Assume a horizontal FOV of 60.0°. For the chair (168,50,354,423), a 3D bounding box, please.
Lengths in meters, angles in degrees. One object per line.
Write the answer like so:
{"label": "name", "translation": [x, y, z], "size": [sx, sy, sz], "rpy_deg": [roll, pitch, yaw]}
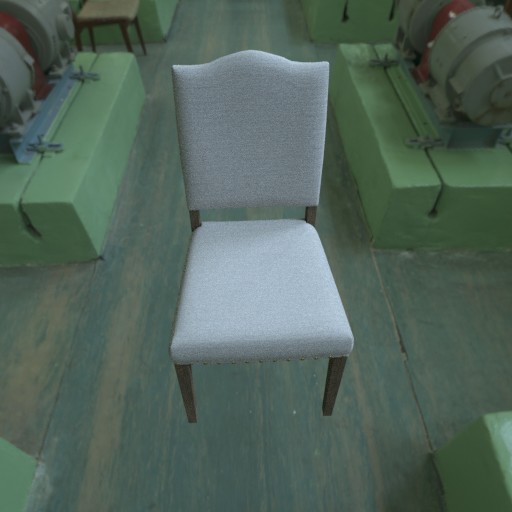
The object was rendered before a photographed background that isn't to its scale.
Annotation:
{"label": "chair", "translation": [0.000, 0.000, 1.371], "size": [0.508, 1.020, 0.620], "rpy_deg": [-2, 47, -2]}
